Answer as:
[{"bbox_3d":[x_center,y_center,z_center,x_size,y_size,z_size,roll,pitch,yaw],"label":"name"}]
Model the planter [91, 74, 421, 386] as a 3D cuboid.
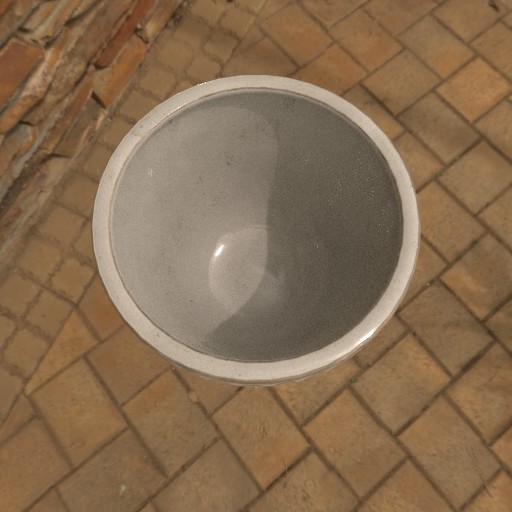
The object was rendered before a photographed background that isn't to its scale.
[{"bbox_3d":[0.000,0.000,0.304,0.173,0.160,0.173,0,73,0],"label":"planter"}]
